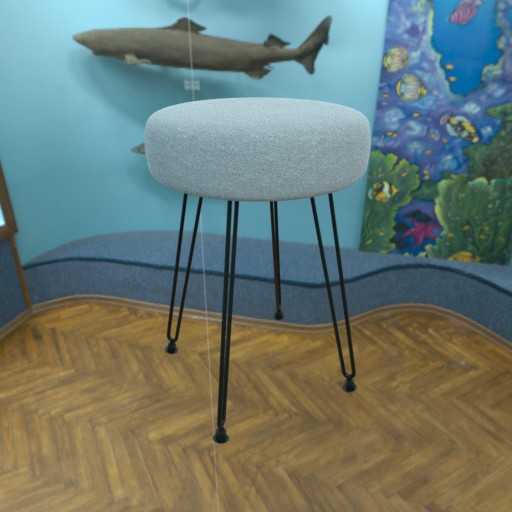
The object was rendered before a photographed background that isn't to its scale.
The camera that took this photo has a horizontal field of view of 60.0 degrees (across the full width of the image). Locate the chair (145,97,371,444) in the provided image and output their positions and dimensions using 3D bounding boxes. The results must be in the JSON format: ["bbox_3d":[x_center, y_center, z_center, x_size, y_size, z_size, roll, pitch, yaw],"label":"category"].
[{"bbox_3d":[0.000,0.000,0.683,0.350,0.440,0.350,8,28,16],"label":"chair"}]
